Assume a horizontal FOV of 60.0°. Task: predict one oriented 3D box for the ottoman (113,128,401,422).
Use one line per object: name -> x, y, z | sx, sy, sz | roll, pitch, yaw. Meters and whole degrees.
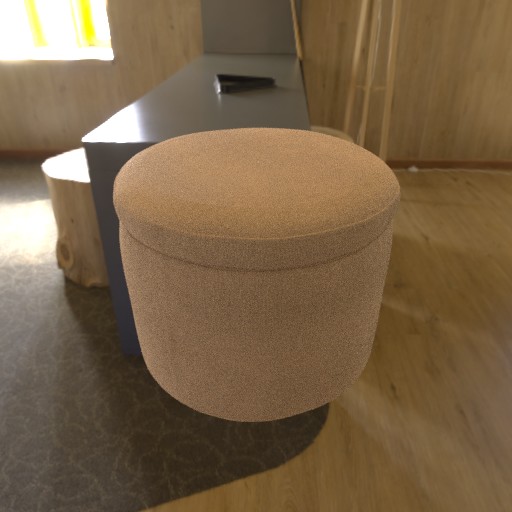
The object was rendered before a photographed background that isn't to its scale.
ottoman -> 0.000, 0.000, 0.870 | 0.497, 0.409, 0.497 | 0, 31, 0
